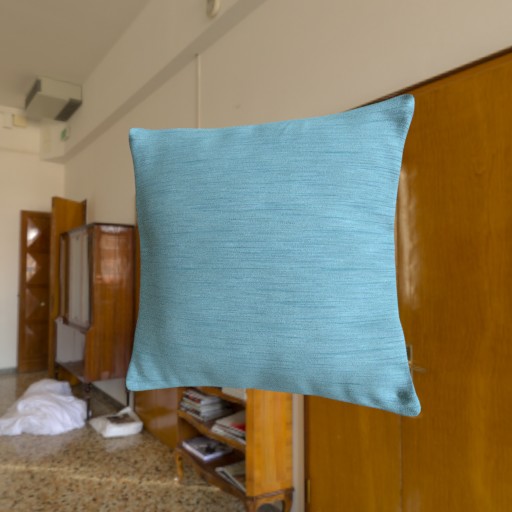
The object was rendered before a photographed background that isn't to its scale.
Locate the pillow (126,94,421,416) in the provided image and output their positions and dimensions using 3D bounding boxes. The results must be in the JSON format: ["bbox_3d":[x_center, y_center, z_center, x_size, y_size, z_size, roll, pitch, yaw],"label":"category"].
[{"bbox_3d":[0.000,0.000,0.628,0.433,0.415,0.151,-1,-3,18],"label":"pillow"}]
